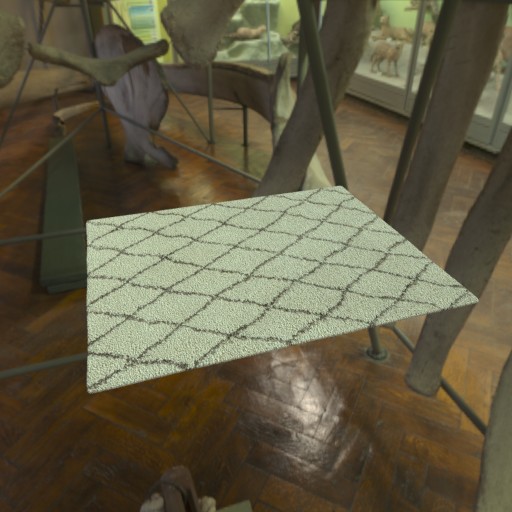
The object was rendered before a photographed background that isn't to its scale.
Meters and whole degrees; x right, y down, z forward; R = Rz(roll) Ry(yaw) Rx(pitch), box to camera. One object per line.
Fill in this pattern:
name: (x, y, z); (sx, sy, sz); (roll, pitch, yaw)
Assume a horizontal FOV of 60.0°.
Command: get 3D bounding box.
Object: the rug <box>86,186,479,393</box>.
rug: (0.000, 0.000, 4.184); (3.047, 0.029, 2.438); (-10, 34, -15)
